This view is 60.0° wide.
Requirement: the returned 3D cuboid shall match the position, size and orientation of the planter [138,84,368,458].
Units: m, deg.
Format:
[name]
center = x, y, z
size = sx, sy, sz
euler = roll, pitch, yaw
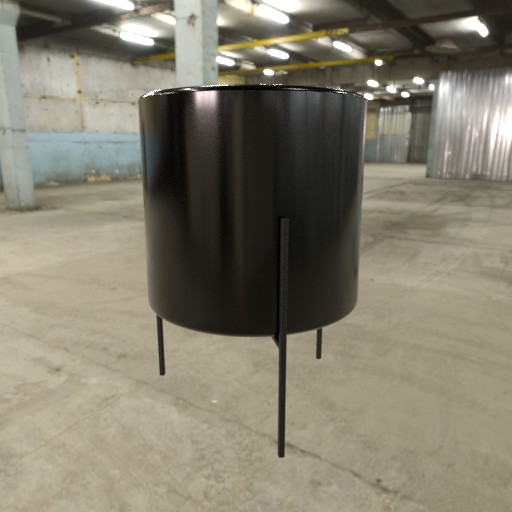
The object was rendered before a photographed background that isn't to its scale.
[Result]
[planter]
center = 0.000, 0.000, 0.645
size = 0.310, 0.432, 0.310
euler = -7, 15, -27
